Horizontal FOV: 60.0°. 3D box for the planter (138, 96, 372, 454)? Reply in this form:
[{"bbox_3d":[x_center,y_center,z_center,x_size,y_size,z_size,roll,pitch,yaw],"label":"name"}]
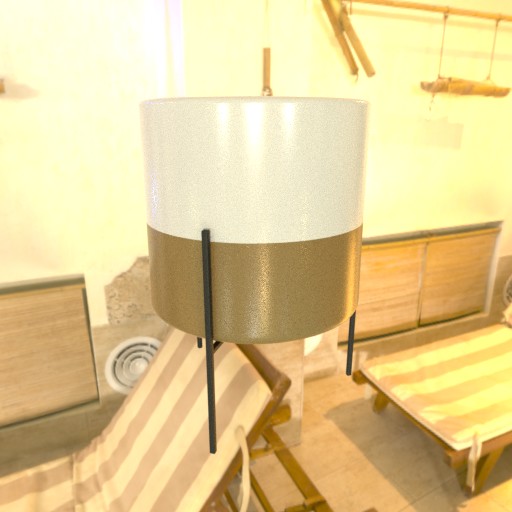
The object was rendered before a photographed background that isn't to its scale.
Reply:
[{"bbox_3d":[0.000,0.000,0.654,0.310,0.432,0.310,-8,19,-24],"label":"planter"}]
